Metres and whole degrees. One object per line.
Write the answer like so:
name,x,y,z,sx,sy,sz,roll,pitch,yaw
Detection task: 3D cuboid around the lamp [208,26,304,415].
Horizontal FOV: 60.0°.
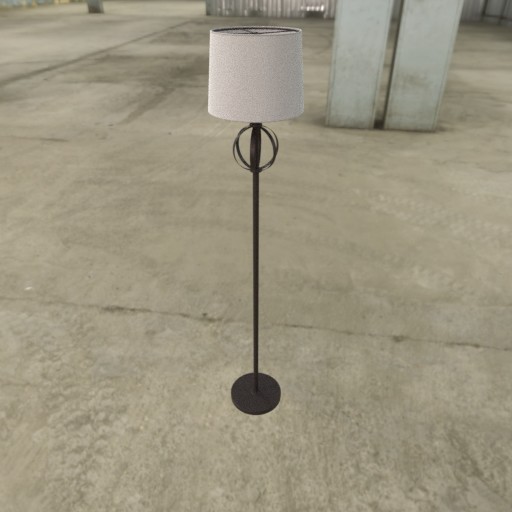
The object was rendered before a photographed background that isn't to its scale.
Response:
lamp,0.000,0.000,1.605,0.286,1.462,0.286,21,37,30
